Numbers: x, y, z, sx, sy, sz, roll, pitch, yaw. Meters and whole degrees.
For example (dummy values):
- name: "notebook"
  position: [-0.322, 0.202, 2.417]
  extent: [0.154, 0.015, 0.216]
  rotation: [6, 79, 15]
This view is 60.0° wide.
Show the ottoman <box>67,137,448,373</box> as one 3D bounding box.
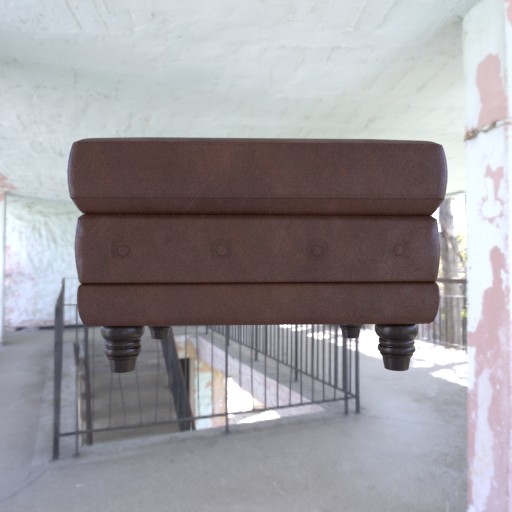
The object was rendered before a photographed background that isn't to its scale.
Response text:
- name: "ottoman"
  position: [0.000, 0.000, 1.194]
  extent: [0.795, 0.509, 0.588]
  rotation: [0, -1, -1]
